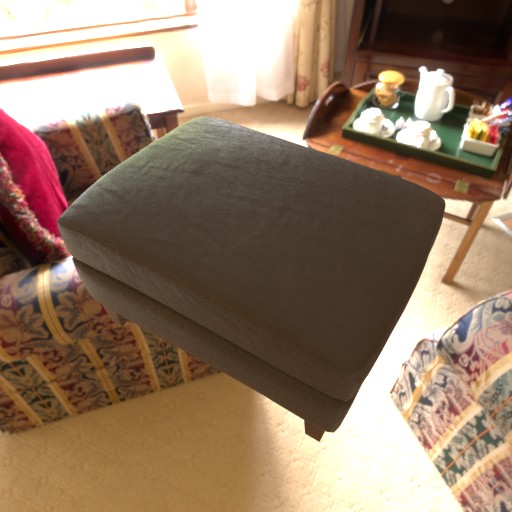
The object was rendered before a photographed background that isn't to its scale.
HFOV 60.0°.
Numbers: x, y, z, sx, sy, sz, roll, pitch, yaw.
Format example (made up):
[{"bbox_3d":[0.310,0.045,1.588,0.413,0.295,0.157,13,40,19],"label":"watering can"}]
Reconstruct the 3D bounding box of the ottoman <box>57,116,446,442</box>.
[{"bbox_3d":[0.000,0.000,1.308,0.887,0.529,0.659,24,51,21],"label":"ottoman"}]
